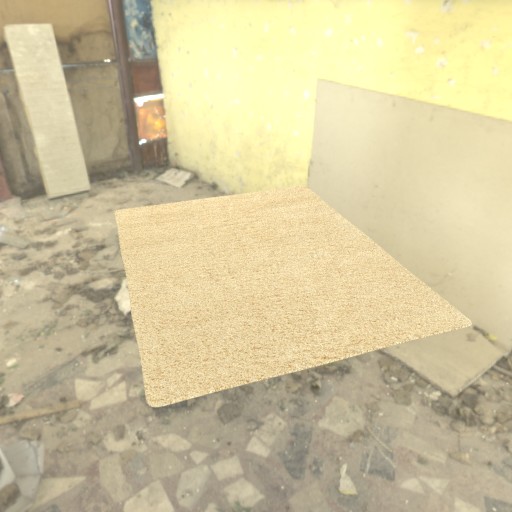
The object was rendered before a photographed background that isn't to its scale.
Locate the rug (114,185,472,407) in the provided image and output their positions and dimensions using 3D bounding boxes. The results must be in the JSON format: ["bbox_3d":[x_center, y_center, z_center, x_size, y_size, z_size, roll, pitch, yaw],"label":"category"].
[{"bbox_3d":[0.000,0.000,4.191,2.401,0.025,3.001,-10,32,-17],"label":"rug"}]
